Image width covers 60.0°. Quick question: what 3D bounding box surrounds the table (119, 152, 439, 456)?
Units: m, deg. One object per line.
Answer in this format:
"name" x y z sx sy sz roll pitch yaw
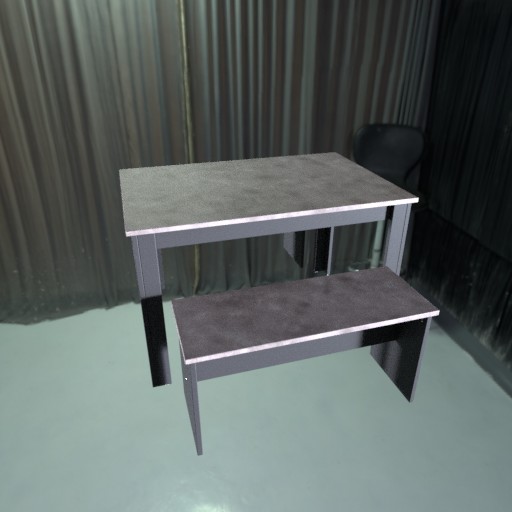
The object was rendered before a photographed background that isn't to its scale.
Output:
"table" 0.000 0.000 2.041 1.100 0.700 1.443 -8 28 -15
